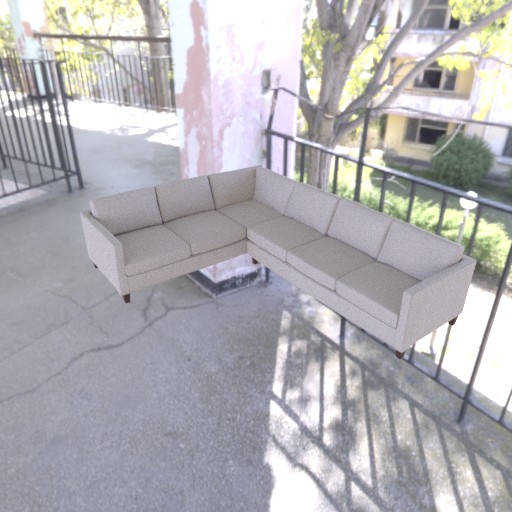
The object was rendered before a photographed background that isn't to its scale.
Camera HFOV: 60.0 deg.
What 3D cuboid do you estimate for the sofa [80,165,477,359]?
[{"bbox_3d":[0.000,0.000,4.427,2.432,0.863,3.182,-19,34,-32],"label":"sofa"}]
